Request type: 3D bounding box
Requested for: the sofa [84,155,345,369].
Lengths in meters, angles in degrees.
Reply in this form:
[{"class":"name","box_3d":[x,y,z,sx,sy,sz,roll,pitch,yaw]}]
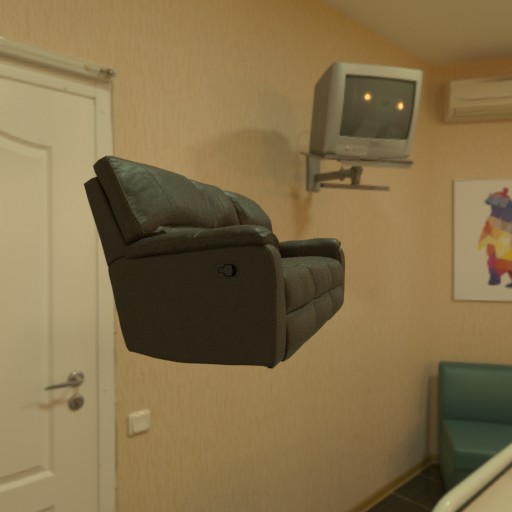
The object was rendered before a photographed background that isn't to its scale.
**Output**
[{"class":"sofa","box_3d":[0.000,0.000,3.336,1.104,1.134,2.627,0,1,18]}]
